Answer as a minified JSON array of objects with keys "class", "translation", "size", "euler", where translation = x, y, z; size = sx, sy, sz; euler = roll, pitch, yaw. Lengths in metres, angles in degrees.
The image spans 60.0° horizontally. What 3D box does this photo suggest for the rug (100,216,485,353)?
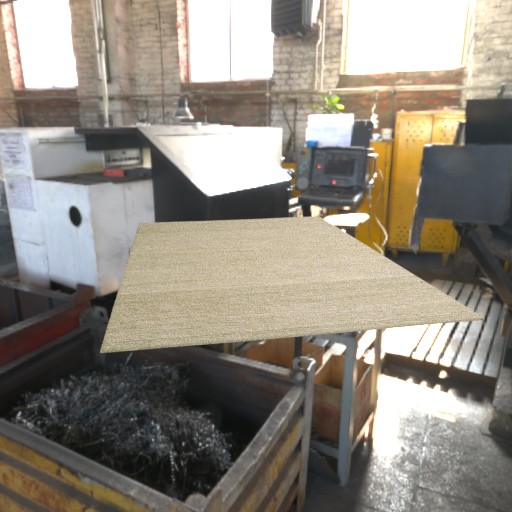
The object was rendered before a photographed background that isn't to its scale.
[{"class":"rug","translation":[0.000,0.000,4.941],"size":[2.782,0.025,3.935],"euler":[-3,17,-10]}]
